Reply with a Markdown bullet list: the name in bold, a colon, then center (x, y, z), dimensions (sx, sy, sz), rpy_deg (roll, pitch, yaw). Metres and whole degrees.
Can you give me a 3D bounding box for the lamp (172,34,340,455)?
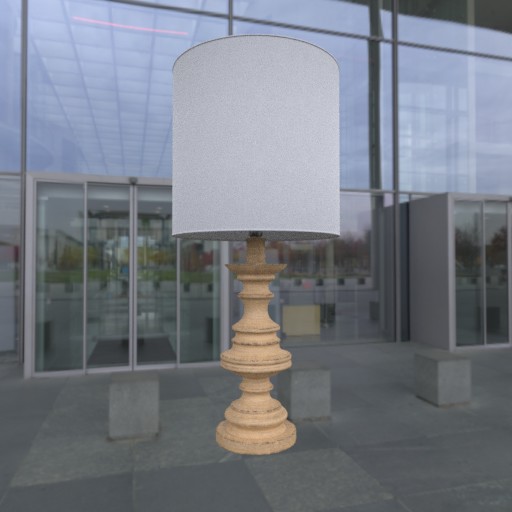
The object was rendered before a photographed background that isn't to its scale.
- **lamp**: center (0.000, 0.000, 0.558), dimensions (0.208, 0.455, 0.208), rpy_deg (0, -1, -1)
